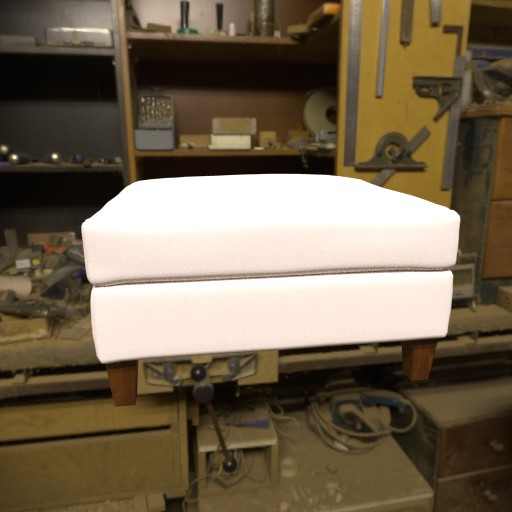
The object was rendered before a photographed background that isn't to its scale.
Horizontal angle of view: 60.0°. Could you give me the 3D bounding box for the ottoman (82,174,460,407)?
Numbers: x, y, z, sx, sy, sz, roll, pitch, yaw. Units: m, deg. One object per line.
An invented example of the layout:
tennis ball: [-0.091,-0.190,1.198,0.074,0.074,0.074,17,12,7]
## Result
ottoman: [0.000,0.000,1.363,0.838,0.479,0.838,-2,15,-9]
